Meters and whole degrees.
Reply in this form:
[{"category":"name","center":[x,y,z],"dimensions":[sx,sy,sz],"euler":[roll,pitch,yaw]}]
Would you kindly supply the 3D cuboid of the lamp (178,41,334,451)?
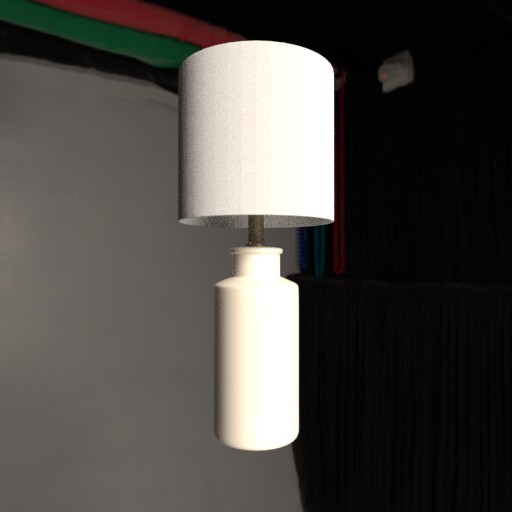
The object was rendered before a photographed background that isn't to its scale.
[{"category":"lamp","center":[0.000,0.000,0.612],"dimensions":[0.212,0.493,0.212],"euler":[0,0,-36]}]
